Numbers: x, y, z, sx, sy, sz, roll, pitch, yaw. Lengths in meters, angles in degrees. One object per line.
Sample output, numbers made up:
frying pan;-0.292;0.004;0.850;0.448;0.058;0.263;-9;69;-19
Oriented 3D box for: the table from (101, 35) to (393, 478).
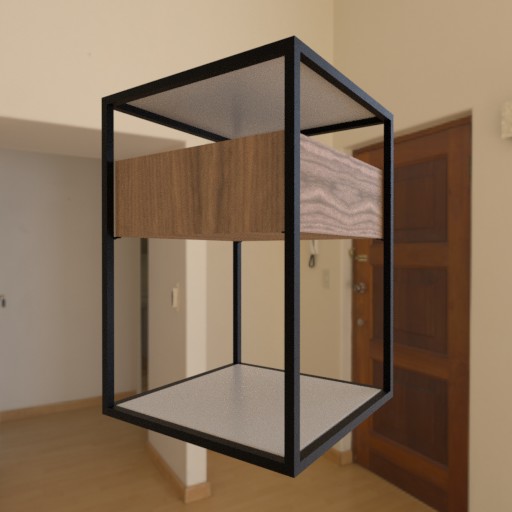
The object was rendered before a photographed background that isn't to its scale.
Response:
table;0.000;0.000;0.803;0.378;0.540;0.378;0;0;35
